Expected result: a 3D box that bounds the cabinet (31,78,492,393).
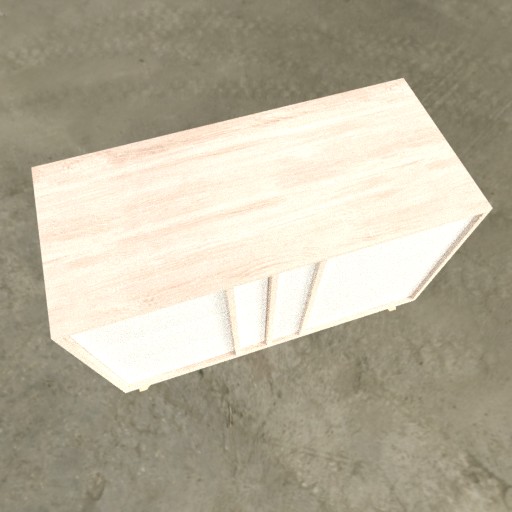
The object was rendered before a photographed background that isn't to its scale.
[{"bbox_3d":[0.000,0.000,1.509,1.110,0.780,0.500,-16,64,-8],"label":"cabinet"}]
